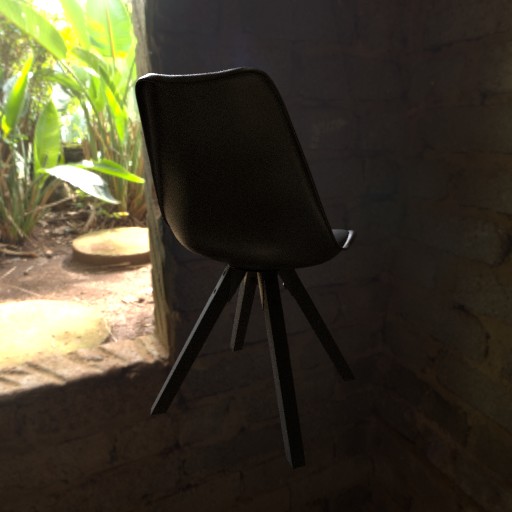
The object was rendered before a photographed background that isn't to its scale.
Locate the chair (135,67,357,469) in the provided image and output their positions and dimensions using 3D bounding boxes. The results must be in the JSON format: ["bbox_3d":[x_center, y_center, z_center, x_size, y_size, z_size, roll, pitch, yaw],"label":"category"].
[{"bbox_3d":[0.000,0.000,1.156,0.485,0.850,0.530,8,18,27],"label":"chair"}]
